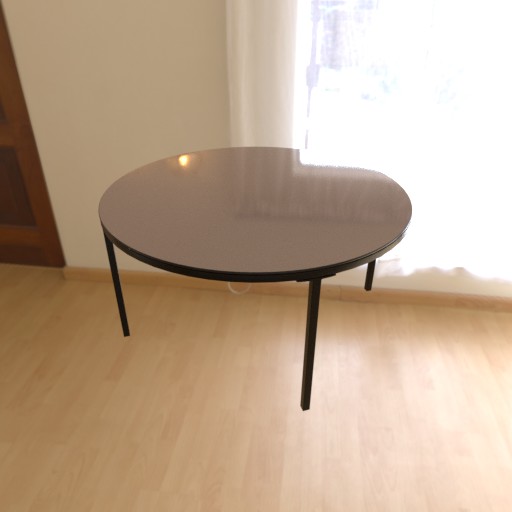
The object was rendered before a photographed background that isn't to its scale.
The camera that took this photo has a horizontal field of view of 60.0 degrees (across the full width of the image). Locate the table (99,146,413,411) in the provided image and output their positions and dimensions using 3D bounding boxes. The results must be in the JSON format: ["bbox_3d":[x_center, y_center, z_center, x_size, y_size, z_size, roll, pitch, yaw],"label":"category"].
[{"bbox_3d":[0.000,0.000,1.278,0.800,0.400,0.800,0,31,0],"label":"table"}]
